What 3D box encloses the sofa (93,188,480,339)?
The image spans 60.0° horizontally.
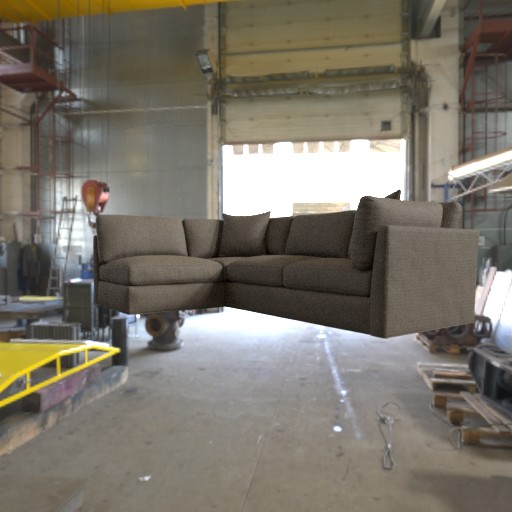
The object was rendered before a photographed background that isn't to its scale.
[{"bbox_3d":[0.000,0.000,3.863,1.994,0.978,2.896,-1,1,-36],"label":"sofa"}]
